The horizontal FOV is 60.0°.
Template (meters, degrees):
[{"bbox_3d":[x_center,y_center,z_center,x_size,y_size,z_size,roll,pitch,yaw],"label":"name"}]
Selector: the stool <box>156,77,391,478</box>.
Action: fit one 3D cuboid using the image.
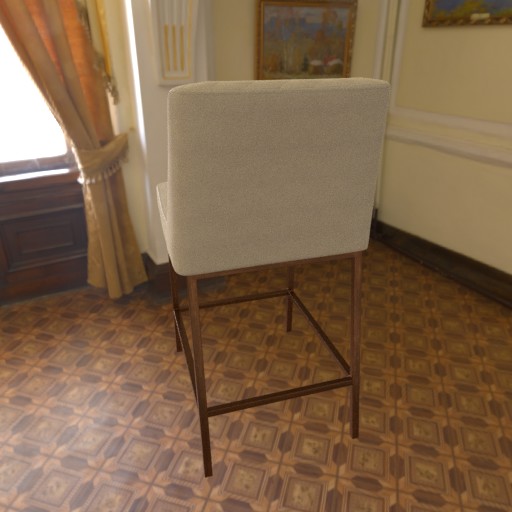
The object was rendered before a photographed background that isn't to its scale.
[{"bbox_3d":[0.000,0.000,1.267,0.507,0.973,0.576,-8,27,-15],"label":"stool"}]
